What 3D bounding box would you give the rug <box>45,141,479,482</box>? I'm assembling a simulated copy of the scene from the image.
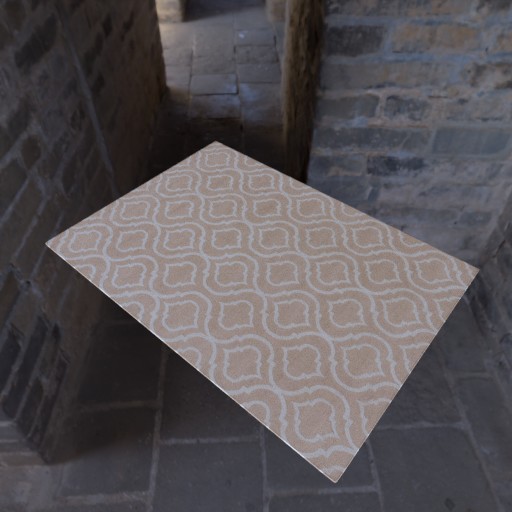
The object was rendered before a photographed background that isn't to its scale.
[{"bbox_3d":[0.000,0.000,2.664,2.134,0.010,1.524,31,54,27],"label":"rug"}]
